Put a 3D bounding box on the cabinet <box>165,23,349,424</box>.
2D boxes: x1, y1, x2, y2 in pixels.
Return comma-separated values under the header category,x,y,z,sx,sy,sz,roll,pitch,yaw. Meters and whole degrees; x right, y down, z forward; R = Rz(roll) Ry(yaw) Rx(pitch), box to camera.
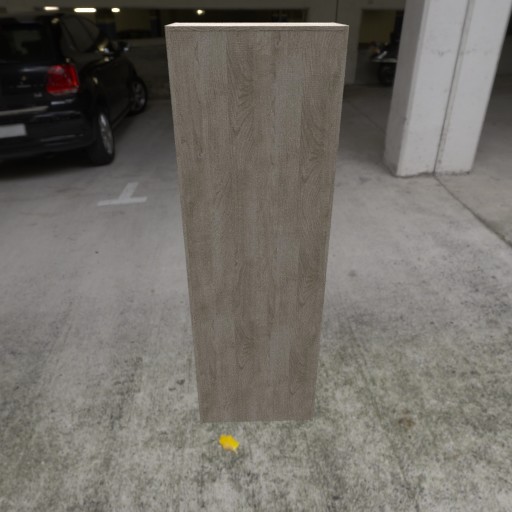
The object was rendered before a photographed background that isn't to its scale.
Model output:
category,x,y,z,sx,sy,sz,roll,pitch,yaw
cabinet,0.000,0.000,1.757,0.520,1.630,0.250,-1,29,-2
